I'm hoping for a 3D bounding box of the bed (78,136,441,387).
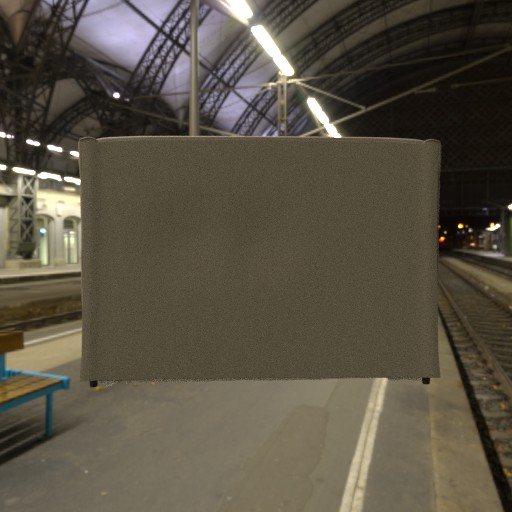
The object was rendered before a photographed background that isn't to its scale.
[{"bbox_3d":[0.000,0.000,3.450,1.925,1.332,2.276,0,2,-2],"label":"bed"}]
